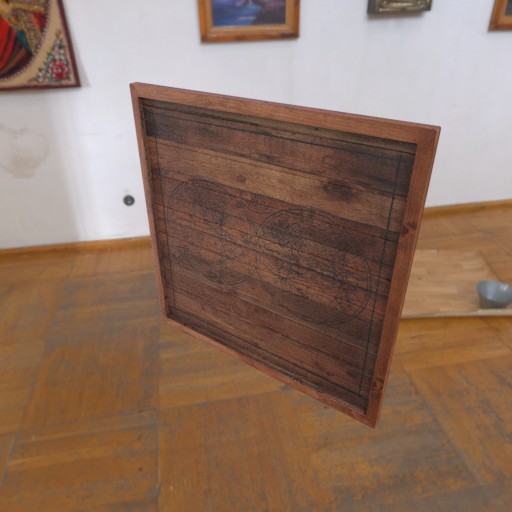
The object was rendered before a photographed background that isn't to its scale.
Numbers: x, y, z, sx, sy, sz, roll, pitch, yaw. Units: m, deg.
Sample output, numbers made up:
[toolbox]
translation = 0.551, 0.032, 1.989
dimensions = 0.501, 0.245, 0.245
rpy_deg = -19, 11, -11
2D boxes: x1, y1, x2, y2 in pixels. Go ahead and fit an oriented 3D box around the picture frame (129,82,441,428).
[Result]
[picture frame]
translation = 0.000, 0.000, 1.211
dimensions = 0.810, 0.817, 0.029
rpy_deg = 20, 36, 29
